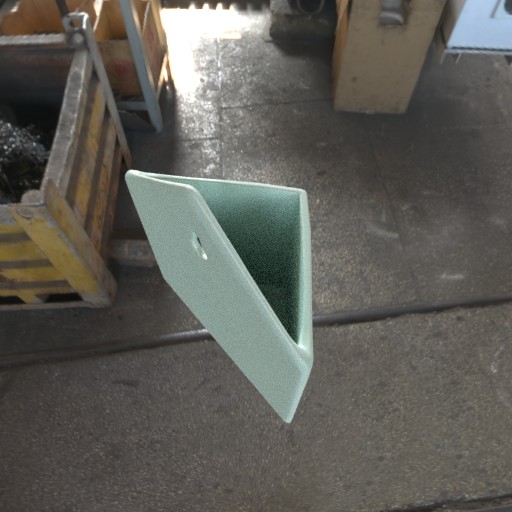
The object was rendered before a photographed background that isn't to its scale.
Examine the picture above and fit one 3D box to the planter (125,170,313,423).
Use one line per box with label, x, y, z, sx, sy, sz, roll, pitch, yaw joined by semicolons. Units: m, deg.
planter;0.000;0.000;0.287;0.079;0.197;0.164;-36;66;-19
